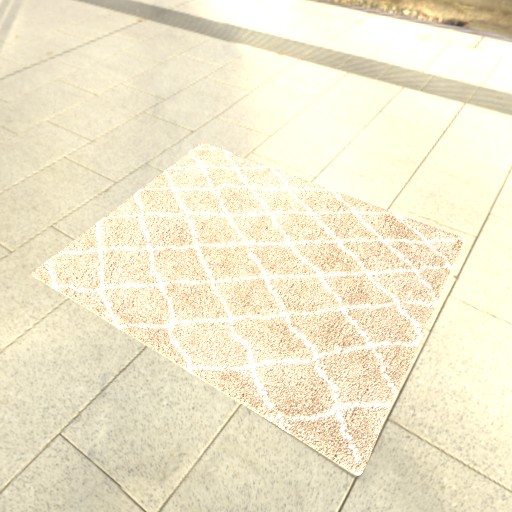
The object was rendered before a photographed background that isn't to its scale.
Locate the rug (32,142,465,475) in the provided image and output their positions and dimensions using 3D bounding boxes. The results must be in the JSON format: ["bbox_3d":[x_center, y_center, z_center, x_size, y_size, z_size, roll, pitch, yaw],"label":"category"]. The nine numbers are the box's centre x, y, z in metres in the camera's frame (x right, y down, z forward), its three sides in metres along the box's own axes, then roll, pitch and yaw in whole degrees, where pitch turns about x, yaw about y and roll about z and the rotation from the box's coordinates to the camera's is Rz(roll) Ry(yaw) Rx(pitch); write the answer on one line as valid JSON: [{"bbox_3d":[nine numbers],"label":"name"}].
[{"bbox_3d":[0.000,0.000,3.953,3.047,0.029,2.438,25,51,22],"label":"rug"}]
